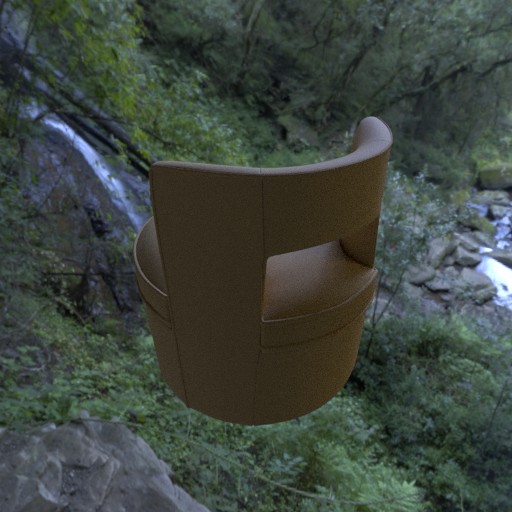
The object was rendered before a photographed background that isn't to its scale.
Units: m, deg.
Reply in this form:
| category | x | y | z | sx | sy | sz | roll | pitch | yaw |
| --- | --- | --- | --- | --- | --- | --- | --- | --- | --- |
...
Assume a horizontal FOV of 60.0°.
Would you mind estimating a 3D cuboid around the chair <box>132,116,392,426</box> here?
| category | x | y | z | sx | sy | sz | roll | pitch | yaw |
| --- | --- | --- | --- | --- | --- | --- | --- | --- | --- |
| chair | 0.000 | 0.000 | 1.222 | 0.650 | 0.723 | 0.665 | -20 | 37 | -29 |
